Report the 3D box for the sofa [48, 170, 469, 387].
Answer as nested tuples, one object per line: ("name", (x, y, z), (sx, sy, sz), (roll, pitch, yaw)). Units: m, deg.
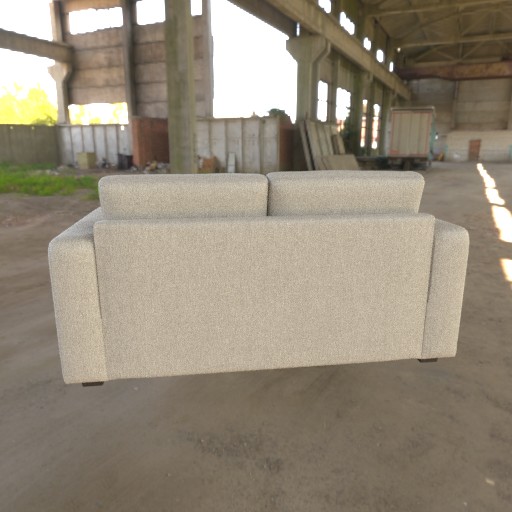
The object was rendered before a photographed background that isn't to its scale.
("sofa", (0.000, 0.000, 2.024), (1.540, 0.800, 0.900), (-2, 15, -8))
